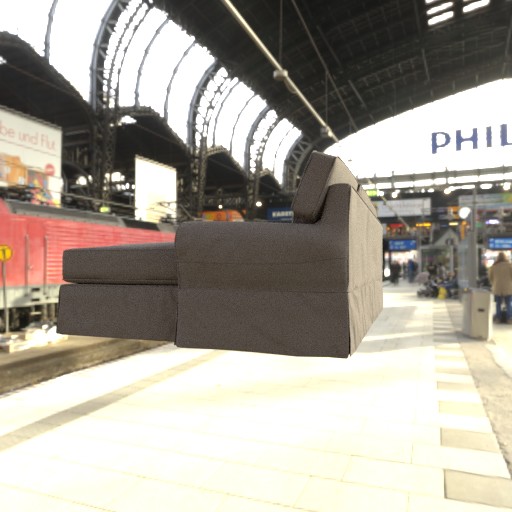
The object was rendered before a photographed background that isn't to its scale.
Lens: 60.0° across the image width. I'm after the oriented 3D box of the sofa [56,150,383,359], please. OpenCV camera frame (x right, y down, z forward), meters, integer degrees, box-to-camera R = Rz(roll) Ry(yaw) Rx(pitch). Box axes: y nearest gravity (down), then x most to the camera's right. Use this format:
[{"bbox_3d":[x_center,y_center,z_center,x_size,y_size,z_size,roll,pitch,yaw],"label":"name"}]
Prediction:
[{"bbox_3d":[0.000,0.000,3.375,1.733,0.978,2.475,0,-1,19],"label":"sofa"}]
